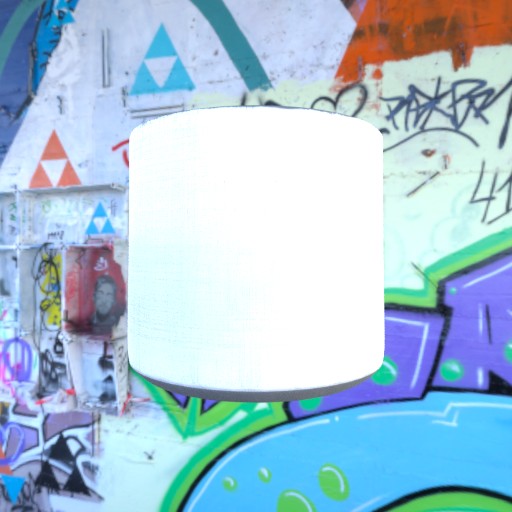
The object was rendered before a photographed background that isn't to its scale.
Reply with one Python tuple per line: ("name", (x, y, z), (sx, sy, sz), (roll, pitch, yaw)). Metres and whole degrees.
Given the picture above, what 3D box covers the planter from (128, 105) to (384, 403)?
("planter", (0.000, 0.000, 0.396), (0.221, 0.201, 0.221), (0, 1, 0))
